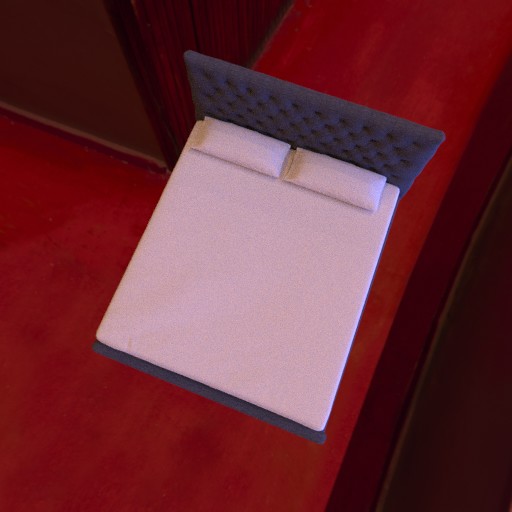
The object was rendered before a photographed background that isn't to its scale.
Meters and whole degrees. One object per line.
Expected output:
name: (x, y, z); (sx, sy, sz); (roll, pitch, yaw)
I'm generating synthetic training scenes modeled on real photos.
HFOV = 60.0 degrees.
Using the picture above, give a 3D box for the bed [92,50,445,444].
bed: (0.000, 0.000, 3.664); (2.078, 1.427, 2.387); (20, 74, 6)
